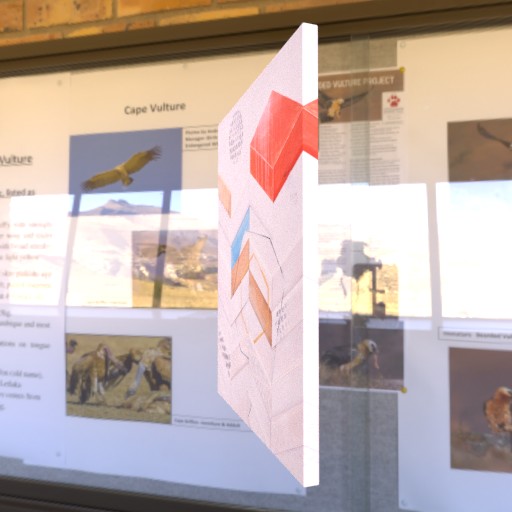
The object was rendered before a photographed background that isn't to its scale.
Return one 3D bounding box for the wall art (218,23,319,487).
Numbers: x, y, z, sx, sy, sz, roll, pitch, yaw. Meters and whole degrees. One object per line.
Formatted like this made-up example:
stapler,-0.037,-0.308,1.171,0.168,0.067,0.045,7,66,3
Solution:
wall art,0.000,0.000,1.330,0.045,1.014,0.759,0,-1,-19
